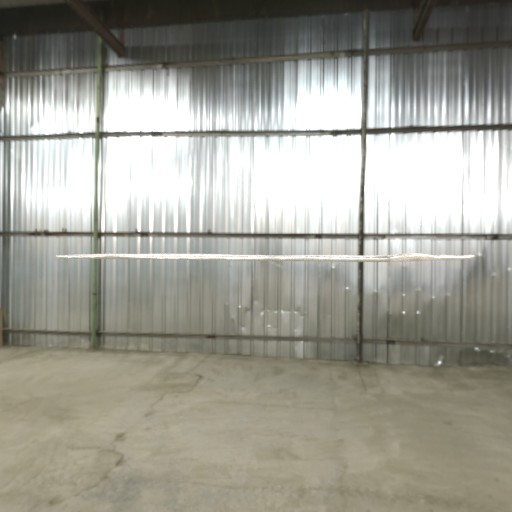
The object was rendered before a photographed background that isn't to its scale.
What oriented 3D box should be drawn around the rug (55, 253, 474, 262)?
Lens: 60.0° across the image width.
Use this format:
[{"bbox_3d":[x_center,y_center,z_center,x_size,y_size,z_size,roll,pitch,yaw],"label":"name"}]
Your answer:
[{"bbox_3d":[0.000,0.000,3.036,2.447,0.036,1.537,0,0,37],"label":"rug"}]
